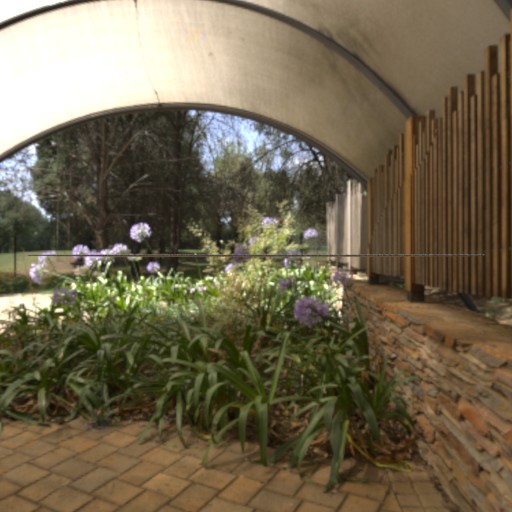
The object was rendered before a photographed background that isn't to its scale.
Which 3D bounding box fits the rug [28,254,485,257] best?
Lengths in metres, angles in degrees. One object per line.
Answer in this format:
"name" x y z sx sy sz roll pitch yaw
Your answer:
"rug" 0.000 0.000 5.244 3.957 0.011 2.894 0 0 -1
